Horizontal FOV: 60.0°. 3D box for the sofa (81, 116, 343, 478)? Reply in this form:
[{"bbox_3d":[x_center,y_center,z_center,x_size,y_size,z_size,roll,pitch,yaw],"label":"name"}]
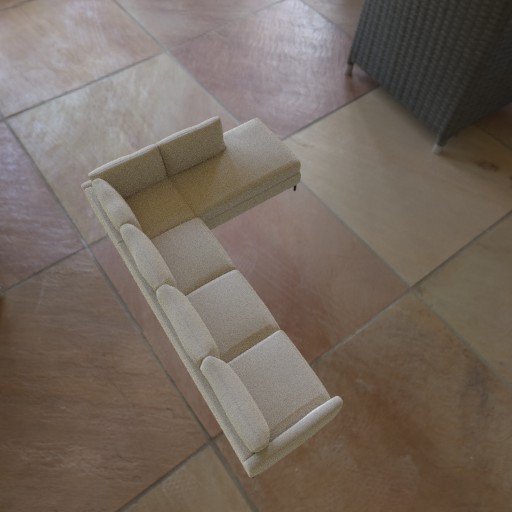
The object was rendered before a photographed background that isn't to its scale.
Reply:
[{"bbox_3d":[0.000,0.000,3.938,2.007,0.815,2.949,-29,63,-16],"label":"sofa"}]
